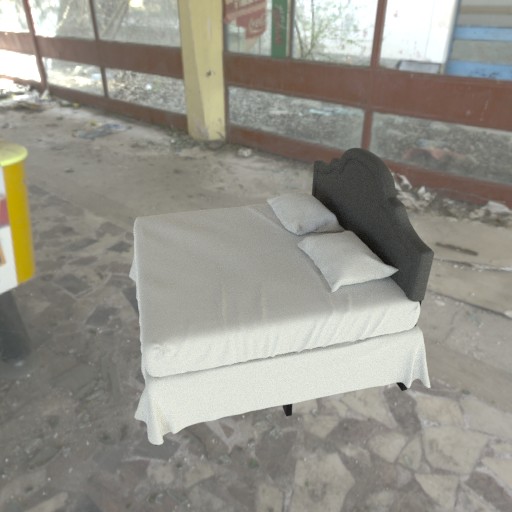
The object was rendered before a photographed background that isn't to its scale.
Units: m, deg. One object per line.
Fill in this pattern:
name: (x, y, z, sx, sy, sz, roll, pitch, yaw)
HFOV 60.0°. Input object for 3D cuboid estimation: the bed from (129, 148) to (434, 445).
bed: (0.000, 0.000, 3.738, 2.222, 1.631, 2.303, -8, 31, -13)
